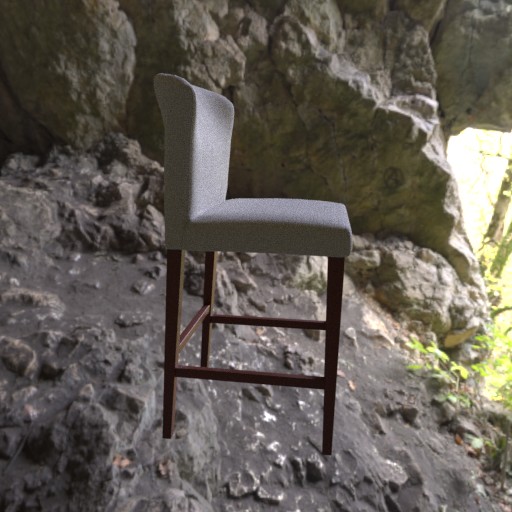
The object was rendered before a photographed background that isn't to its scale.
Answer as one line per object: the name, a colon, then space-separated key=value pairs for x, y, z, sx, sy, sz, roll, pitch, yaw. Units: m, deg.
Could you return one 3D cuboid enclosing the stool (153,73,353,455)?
stool: x=0.000 y=0.000 z=1.401 sx=0.568 sy=1.069 sz=0.481 roll=2 pitch=15 yaw=9
